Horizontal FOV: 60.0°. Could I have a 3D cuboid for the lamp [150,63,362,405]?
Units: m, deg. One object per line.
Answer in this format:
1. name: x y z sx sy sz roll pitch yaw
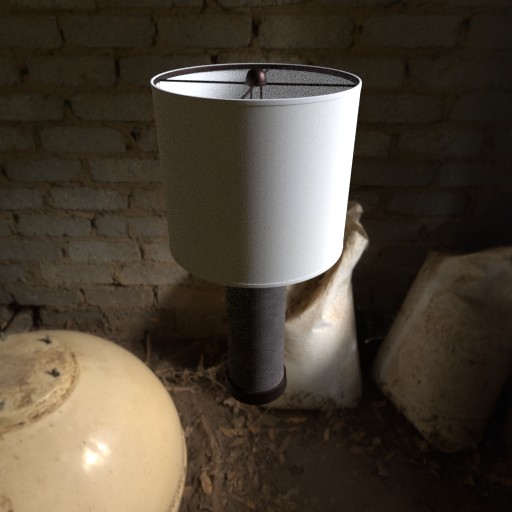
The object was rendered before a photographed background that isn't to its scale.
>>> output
1. lamp: 0.000 0.000 0.798 0.301 0.630 0.301 -21 37 -30
